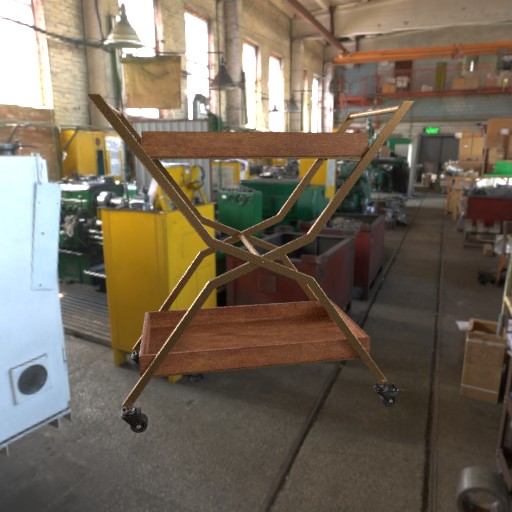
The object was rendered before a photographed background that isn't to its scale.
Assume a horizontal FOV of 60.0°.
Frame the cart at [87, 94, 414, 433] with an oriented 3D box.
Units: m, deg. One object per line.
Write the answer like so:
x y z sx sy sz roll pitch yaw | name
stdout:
0.000 0.000 1.341 0.836 0.869 0.405 -3 14 -10 | cart
